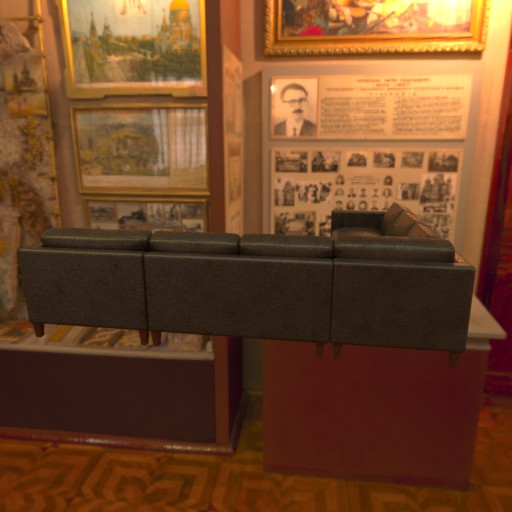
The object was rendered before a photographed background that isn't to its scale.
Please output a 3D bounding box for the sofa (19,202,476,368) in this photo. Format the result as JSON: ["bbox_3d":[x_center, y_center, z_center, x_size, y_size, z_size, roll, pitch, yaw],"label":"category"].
[{"bbox_3d":[0.000,0.000,4.394,3.324,0.891,2.452,2,15,9],"label":"sofa"}]
